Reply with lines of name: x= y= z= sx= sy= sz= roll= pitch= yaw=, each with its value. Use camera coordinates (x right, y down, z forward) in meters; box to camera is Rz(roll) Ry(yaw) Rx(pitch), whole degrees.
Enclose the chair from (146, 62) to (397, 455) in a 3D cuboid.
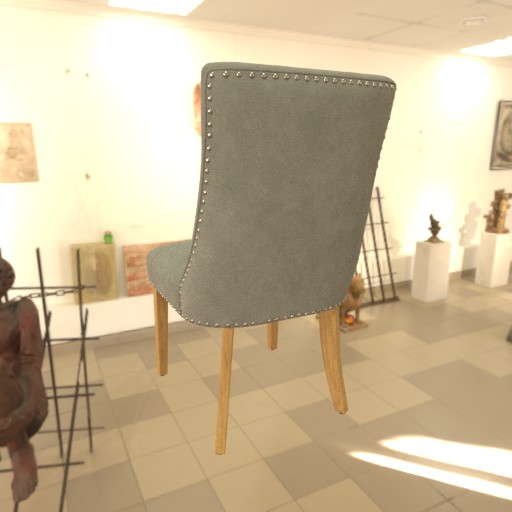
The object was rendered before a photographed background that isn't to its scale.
chair: x=0.000 y=0.000 z=1.238 sx=0.495 sy=0.902 sz=0.610 roll=-7 pitch=16 yaw=-26
